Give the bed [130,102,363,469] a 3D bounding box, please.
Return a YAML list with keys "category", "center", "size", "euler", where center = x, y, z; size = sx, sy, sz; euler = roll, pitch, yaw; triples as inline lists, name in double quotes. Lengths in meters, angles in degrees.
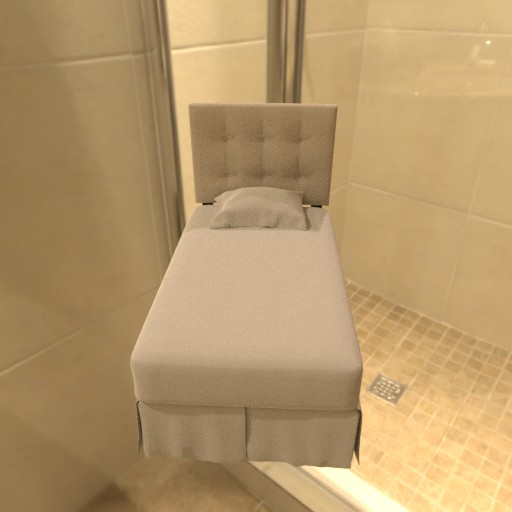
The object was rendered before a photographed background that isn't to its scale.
- category: "bed"
  center: [0.000, 0.000, 2.940]
  size: [1.261, 1.571, 1.997]
  euler: [1, 30, 3]
